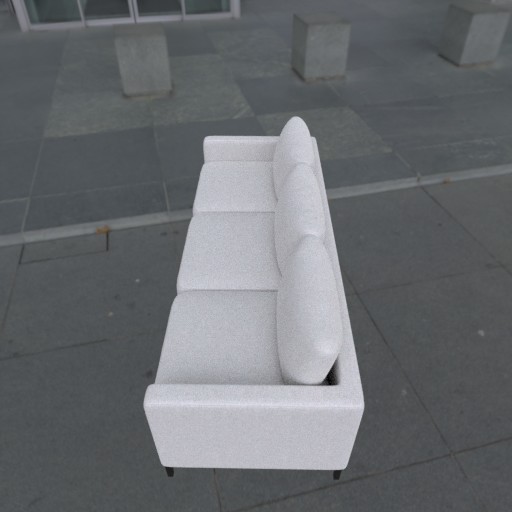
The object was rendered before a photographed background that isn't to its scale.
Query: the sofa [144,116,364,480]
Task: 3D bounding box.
[{"bbox_3d":[0.000,0.000,2.620,0.859,0.874,2.218,1,41,1],"label":"sofa"}]
